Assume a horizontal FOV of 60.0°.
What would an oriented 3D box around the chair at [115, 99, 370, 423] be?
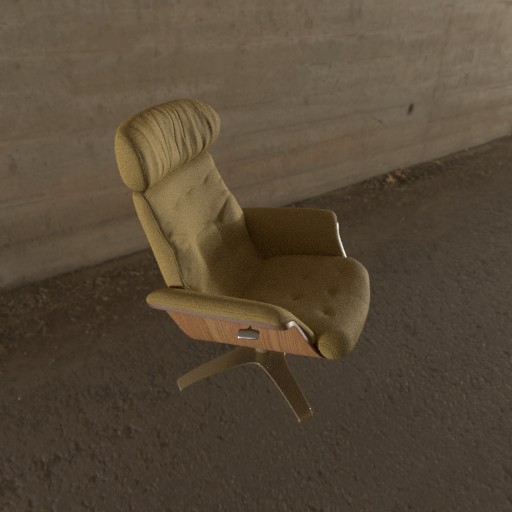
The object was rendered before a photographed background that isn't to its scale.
[{"bbox_3d":[0.000,0.000,1.608,0.837,0.995,0.785,11,32,17],"label":"chair"}]
